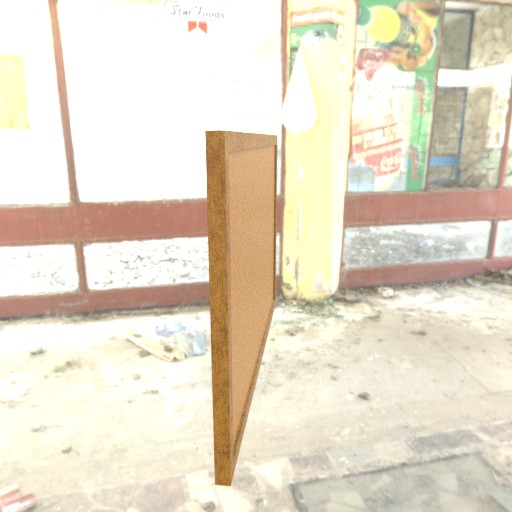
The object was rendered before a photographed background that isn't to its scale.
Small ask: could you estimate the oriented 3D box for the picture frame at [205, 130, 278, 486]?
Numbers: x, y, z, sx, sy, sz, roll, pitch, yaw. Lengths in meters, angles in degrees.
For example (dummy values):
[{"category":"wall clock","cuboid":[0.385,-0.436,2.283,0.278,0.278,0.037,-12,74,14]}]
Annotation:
[{"category":"picture frame","cuboid":[0.000,0.000,1.167,0.029,0.621,0.922,2,15,7]}]
